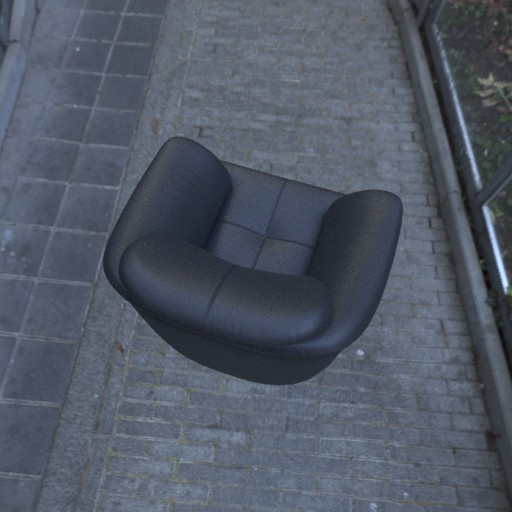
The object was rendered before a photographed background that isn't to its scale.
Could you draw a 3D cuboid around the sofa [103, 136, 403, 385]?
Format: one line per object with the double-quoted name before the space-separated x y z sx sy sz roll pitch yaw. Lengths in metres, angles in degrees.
"sofa" 0.000 0.000 1.546 0.870 0.811 0.794 17 66 8
